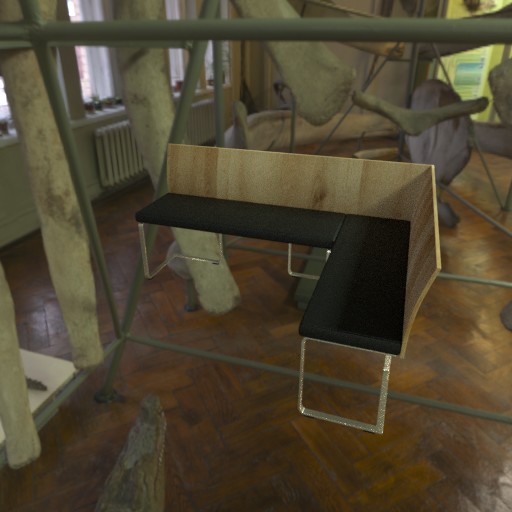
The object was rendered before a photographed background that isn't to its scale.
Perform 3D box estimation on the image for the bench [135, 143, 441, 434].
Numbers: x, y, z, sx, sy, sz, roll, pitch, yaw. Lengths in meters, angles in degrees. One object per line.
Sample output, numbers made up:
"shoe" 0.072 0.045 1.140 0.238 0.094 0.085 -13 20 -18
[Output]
"bench" 0.000 0.000 2.749 1.945 0.930 1.495 9 28 17
